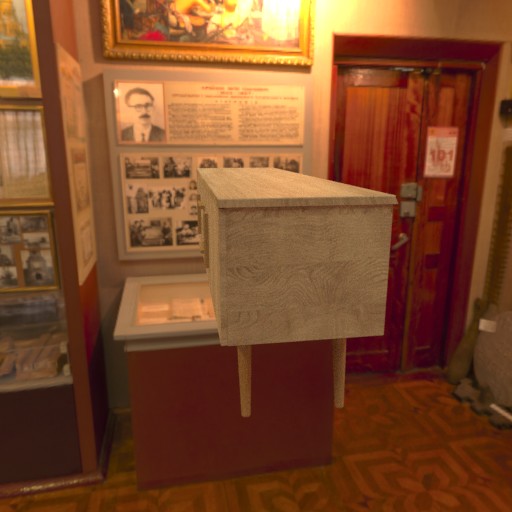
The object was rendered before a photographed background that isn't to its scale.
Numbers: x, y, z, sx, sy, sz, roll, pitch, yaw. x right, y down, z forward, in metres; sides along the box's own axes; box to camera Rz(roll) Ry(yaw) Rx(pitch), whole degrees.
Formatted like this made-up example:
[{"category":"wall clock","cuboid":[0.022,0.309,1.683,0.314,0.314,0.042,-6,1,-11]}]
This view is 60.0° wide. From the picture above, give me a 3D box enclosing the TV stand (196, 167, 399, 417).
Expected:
[{"category":"TV stand","cuboid":[0.000,0.000,1.599,0.401,0.565,1.313,-2,14,-9]}]
